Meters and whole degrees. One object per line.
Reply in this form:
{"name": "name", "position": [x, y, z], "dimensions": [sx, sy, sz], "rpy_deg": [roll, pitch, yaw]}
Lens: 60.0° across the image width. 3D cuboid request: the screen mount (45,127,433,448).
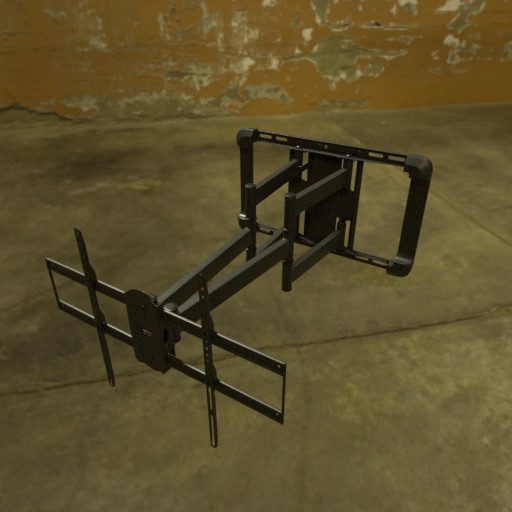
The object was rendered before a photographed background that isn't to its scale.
{"name": "screen mount", "position": [0.000, 0.000, 1.318], "dimensions": [0.725, 0.483, 0.905], "rpy_deg": [18, 35, 28]}
